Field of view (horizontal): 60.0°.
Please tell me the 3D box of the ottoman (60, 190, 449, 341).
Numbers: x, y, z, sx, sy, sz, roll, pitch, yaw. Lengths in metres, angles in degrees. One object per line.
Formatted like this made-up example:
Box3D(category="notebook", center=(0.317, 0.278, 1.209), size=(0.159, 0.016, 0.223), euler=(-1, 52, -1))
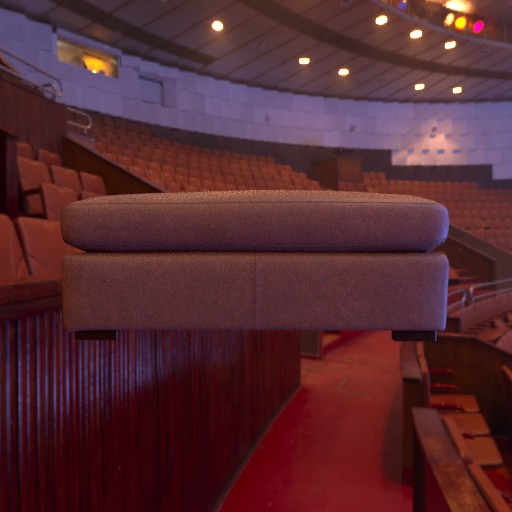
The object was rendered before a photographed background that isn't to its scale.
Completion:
Box3D(category="ottoman", center=(0.000, 0.000, 1.847), size=(1.168, 0.490, 1.168), euler=(0, 1, 1))
